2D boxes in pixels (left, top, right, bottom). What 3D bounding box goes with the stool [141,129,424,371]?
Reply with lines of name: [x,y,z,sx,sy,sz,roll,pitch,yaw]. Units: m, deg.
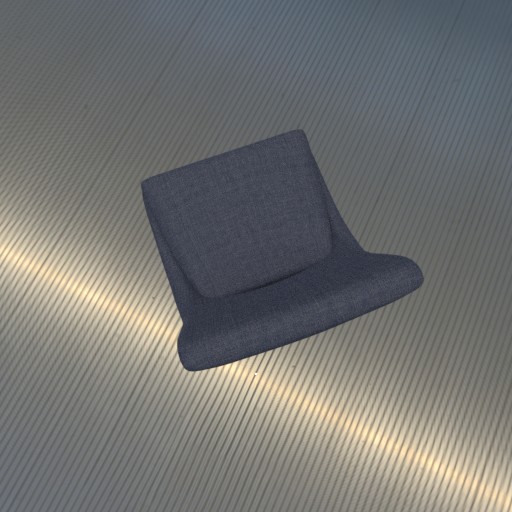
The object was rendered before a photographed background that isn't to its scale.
stool: [0.000,0.000,1.186,0.467,0.895,0.524,-19,76,-5]
